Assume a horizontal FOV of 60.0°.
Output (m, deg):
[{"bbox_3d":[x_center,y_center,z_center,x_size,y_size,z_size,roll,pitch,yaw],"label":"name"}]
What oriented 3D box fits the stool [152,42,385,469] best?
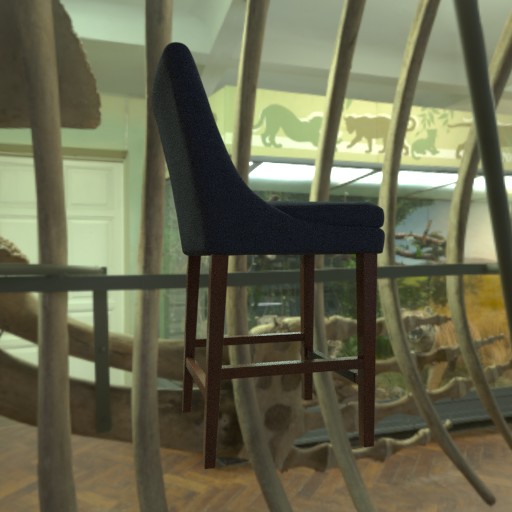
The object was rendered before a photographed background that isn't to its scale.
[{"bbox_3d":[0.000,0.000,1.268,0.577,0.981,0.470,0,0,-17],"label":"stool"}]
